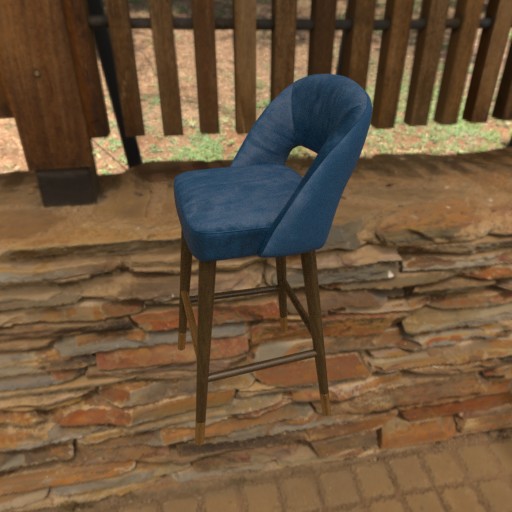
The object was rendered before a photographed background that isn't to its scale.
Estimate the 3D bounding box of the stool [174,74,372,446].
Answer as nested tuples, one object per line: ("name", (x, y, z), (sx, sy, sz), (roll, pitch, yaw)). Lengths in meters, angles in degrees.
("stool", (0.000, 0.000, 1.362), (0.515, 1.016, 0.514), (-8, 31, -13))
